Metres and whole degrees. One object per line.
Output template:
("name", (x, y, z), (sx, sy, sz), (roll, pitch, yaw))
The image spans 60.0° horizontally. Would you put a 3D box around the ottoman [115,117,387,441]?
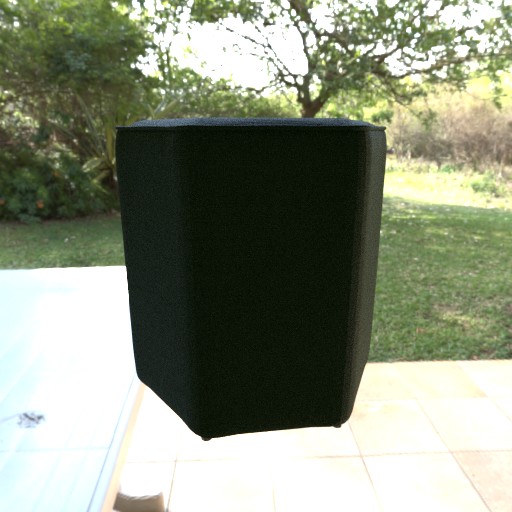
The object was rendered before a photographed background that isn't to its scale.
("ottoman", (0.000, 0.000, 0.865), (0.499, 0.507, 0.444), (-2, 16, -8))
